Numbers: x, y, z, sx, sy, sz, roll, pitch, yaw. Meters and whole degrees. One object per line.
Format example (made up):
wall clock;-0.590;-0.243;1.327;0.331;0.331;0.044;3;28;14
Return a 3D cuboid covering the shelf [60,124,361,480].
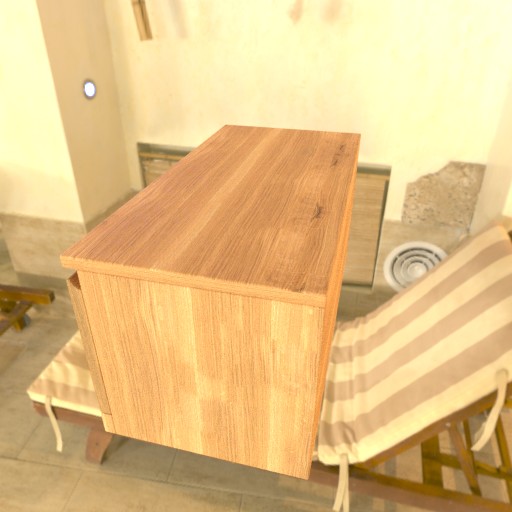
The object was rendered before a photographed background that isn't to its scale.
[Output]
shelf;0.000;0.000;1.054;0.400;0.400;0.800;8;31;13
